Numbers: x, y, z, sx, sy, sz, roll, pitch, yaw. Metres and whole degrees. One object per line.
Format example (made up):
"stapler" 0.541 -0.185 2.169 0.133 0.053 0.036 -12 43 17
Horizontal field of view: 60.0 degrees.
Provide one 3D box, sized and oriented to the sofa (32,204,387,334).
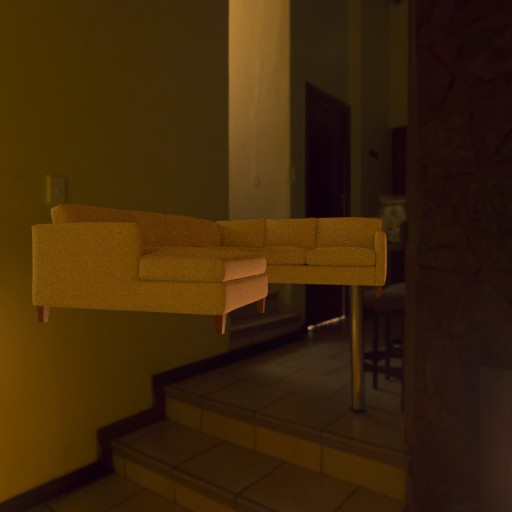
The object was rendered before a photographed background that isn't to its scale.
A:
"sofa" 0.000 0.000 4.637 2.594 0.961 3.460 0 2 17
